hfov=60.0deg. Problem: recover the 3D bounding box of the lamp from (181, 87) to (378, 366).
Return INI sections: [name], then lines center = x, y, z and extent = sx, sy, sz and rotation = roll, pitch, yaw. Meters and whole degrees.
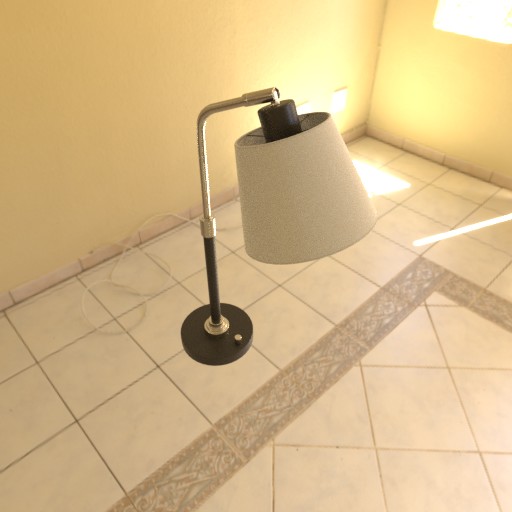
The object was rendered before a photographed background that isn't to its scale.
[lamp]
center = 0.000, 0.000, 0.699
extent = 0.348, 0.539, 0.181
rotation = 26, 47, 28
